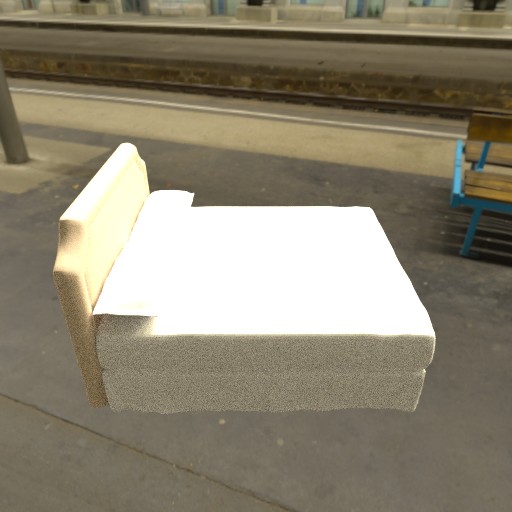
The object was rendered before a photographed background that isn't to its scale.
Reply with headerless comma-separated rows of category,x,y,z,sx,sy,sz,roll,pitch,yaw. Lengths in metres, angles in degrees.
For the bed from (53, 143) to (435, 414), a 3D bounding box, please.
bed,0.000,0.000,3.868,2.548,1.524,2.134,0,32,0
